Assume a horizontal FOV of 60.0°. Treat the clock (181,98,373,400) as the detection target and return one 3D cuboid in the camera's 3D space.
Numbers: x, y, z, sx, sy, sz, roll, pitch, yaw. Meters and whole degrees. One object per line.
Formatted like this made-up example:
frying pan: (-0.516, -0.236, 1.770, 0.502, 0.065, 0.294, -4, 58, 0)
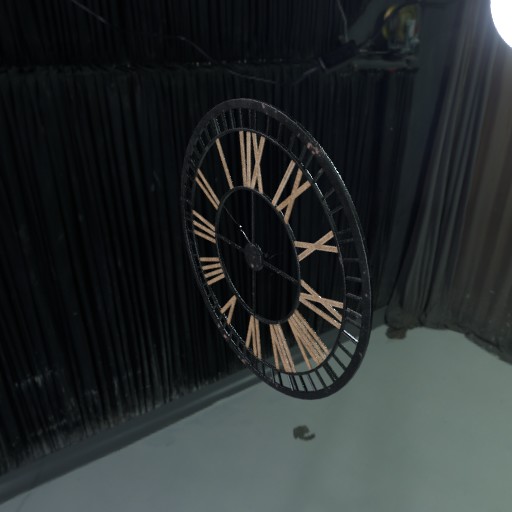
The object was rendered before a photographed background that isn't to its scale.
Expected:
clock: (0.000, 0.000, 1.254, 0.025, 0.843, 0.843, -19, 32, -32)
